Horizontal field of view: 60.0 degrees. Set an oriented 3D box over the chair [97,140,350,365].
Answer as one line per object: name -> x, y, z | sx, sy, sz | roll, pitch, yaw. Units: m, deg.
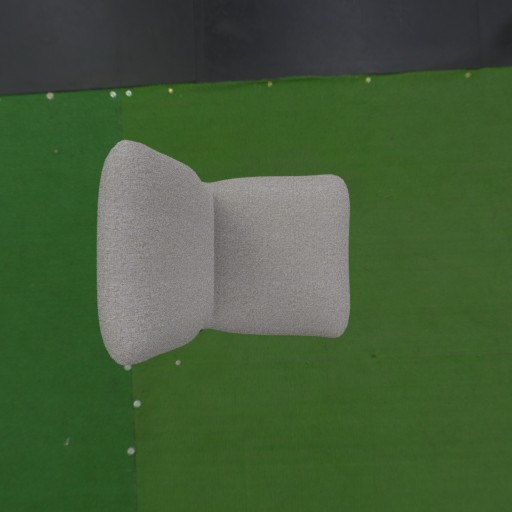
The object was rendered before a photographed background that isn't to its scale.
chair -> 0.000, 0.000, 1.182 | 0.560, 0.864, 0.448 | 0, 89, 1
